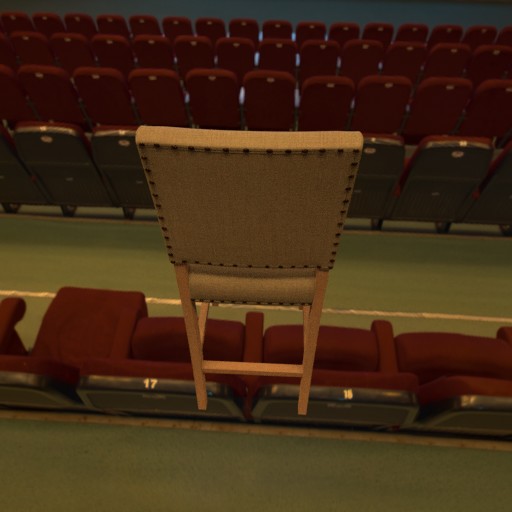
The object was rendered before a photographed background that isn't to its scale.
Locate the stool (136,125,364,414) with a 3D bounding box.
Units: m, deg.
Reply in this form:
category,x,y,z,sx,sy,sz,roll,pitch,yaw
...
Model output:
category,x,y,z,sx,sy,sz,roll,pitch,yaw
stool,0.000,0.000,1.437,0.445,1.173,0.585,2,45,2
